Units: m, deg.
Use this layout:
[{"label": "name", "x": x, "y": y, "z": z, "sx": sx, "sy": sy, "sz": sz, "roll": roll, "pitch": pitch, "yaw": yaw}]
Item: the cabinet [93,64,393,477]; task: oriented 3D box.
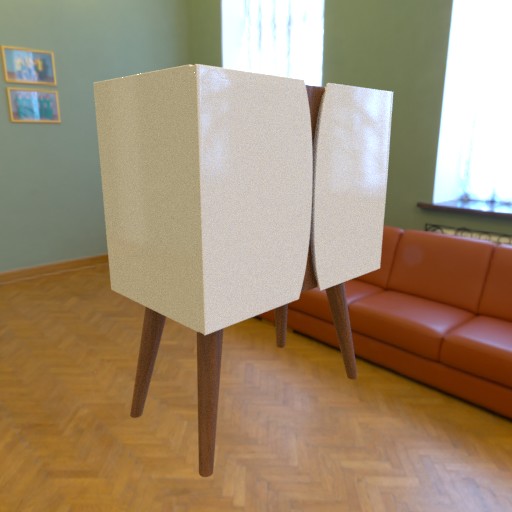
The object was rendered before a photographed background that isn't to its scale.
[{"label": "cabinet", "x": 0.000, "y": 0.000, "z": 1.079, "sx": 0.591, "sy": 0.772, "sz": 0.344, "roll": -14, "pitch": 20, "yaw": -43}]
